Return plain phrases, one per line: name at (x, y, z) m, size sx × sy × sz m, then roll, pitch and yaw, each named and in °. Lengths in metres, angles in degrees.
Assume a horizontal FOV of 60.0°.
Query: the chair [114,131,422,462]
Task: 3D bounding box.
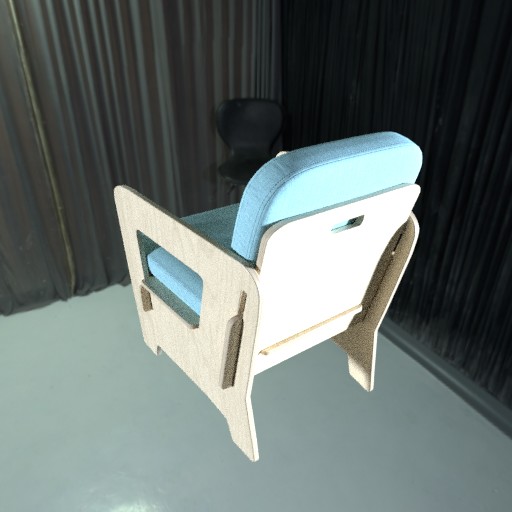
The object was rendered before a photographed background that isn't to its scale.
chair at (0.000, 0.000, 1.269) m, size 0.590 × 0.800 × 0.710 m, roll -19°, pitch 35°, yaw -29°
